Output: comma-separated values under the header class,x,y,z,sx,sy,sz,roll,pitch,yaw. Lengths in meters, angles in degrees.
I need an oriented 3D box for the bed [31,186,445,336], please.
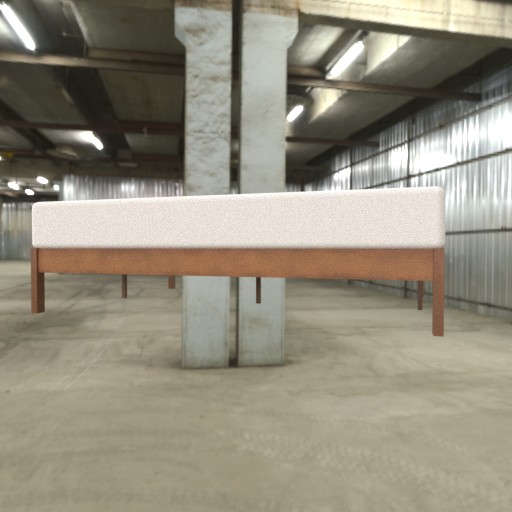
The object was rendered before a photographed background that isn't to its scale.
class,x,y,z,sx,sy,sz,roll,pitch,yaw
bed,0.000,0.000,2.774,2.050,0.593,1.529,0,1,18
